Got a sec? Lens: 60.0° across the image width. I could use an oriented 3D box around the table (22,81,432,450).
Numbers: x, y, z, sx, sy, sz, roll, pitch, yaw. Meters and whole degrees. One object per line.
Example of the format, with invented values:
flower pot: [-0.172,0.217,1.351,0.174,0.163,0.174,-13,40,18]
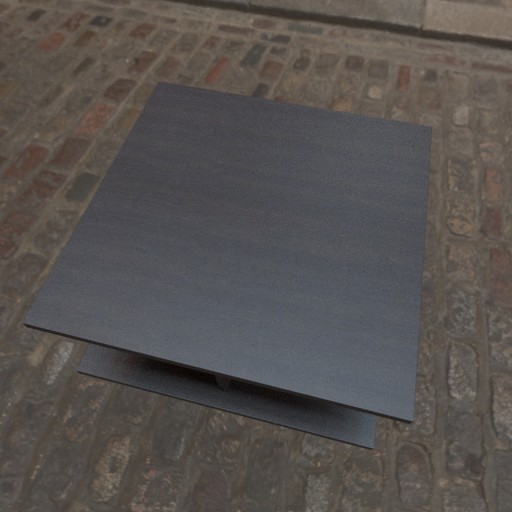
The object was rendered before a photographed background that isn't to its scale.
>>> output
table: [0.000,0.000,1.186,0.762,0.396,0.762,12,59,7]
